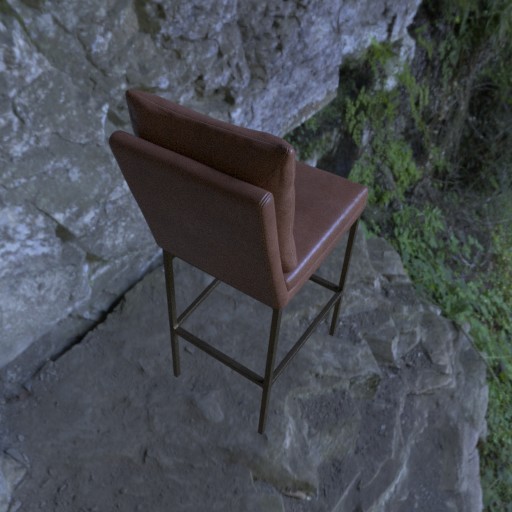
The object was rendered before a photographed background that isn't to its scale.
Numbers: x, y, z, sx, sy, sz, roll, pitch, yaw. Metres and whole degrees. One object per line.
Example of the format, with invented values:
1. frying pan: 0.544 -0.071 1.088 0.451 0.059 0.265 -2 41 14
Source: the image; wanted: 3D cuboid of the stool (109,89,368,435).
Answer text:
1. stool: 0.000 0.000 1.415 0.463 1.124 0.571 26 51 23
